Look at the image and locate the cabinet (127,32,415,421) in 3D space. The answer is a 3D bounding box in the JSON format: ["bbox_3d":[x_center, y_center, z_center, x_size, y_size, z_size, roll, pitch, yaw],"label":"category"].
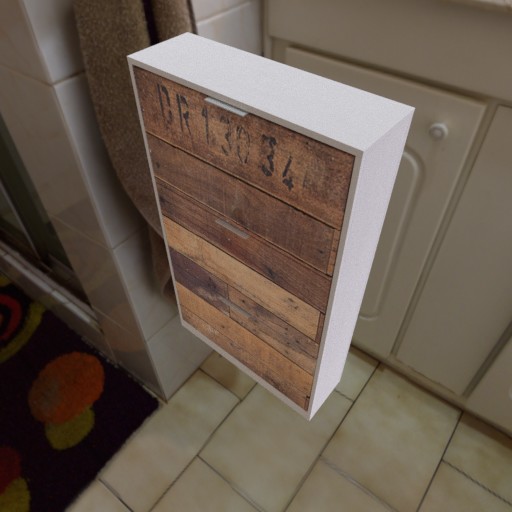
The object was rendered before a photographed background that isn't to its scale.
[{"bbox_3d":[0.000,0.000,1.585,0.750,1.280,0.250,31,53,26],"label":"cabinet"}]
